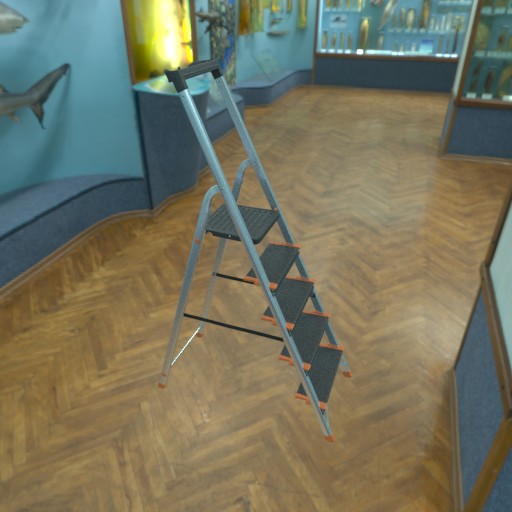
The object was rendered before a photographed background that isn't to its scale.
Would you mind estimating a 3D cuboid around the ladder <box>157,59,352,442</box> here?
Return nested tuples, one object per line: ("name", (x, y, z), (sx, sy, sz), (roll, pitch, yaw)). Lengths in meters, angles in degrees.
("ladder", (0.000, 0.000, 2.080), (0.995, 1.646, 0.480), (11, 33, 18))
